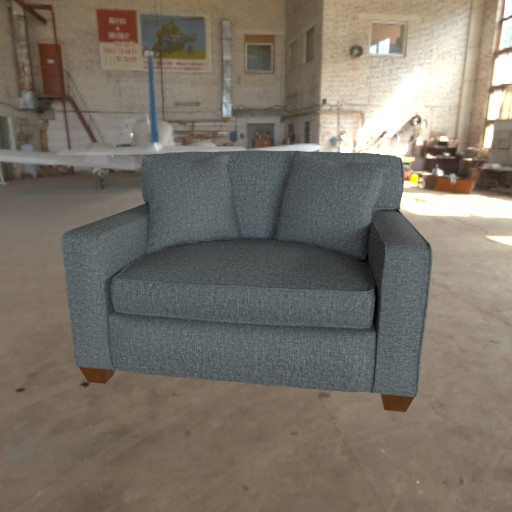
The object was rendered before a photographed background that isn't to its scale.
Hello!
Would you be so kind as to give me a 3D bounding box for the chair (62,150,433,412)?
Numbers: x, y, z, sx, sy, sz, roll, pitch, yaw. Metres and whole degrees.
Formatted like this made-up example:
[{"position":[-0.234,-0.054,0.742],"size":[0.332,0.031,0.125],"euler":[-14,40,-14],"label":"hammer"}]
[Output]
[{"position":[0.000,0.000,2.068],"size":[1.383,0.948,1.000],"euler":[2,15,9],"label":"chair"}]
